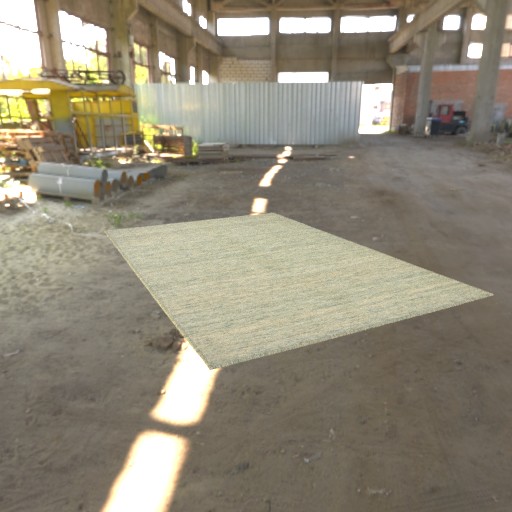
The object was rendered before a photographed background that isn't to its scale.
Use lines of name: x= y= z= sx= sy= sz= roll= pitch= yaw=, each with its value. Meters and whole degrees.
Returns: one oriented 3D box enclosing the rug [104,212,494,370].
rug: x=0.000 y=0.000 z=2.334 sx=1.250 sy=0.015 sz=1.850 roll=-9 pitch=19 yaw=-26
